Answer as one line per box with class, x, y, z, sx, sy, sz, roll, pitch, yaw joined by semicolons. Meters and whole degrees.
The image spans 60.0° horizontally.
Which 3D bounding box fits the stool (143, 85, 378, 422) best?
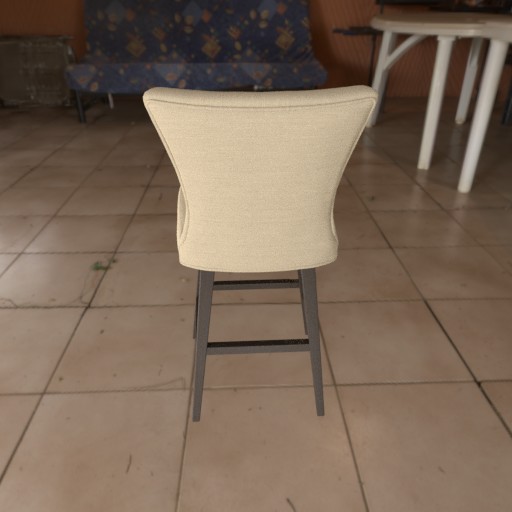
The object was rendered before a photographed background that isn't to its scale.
stool;0.000;0.000;1.414;0.514;1.086;0.574;-2;29;-3
